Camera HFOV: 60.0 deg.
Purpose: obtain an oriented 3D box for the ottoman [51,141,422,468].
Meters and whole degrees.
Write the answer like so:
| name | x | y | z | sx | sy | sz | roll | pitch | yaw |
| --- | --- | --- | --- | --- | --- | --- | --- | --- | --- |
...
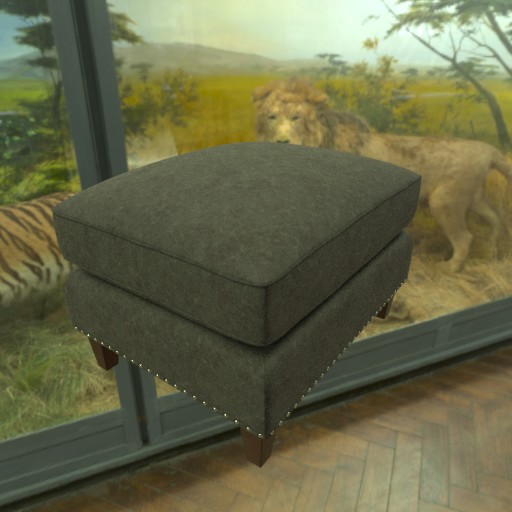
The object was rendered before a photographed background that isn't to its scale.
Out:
| name | x | y | z | sx | sy | sz | roll | pitch | yaw |
| --- | --- | --- | --- | --- | --- | --- | --- | --- | --- |
| ottoman | 0.000 | 0.000 | 1.133 | 0.584 | 0.513 | 0.741 | 18 | 31 | 32 |
